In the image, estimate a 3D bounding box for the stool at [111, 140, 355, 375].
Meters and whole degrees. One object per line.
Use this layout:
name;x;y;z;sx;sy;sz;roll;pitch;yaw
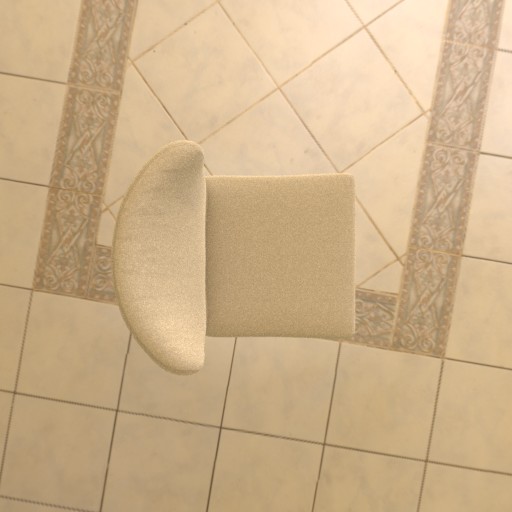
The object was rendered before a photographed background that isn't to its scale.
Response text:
stool;0.000;0.000;1.379;0.568;1.069;0.479;0;91;0
